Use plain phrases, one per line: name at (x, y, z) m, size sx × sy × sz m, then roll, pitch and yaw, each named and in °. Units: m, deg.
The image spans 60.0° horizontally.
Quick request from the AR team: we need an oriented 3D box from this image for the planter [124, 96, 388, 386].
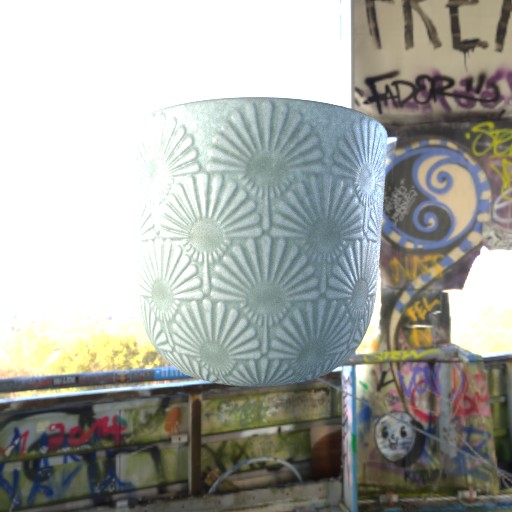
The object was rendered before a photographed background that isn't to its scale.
planter at (0.000, 0.000, 0.296) m, size 0.170 × 0.152 × 0.170 m, roll 0°, pitch -1°, yaw 0°
